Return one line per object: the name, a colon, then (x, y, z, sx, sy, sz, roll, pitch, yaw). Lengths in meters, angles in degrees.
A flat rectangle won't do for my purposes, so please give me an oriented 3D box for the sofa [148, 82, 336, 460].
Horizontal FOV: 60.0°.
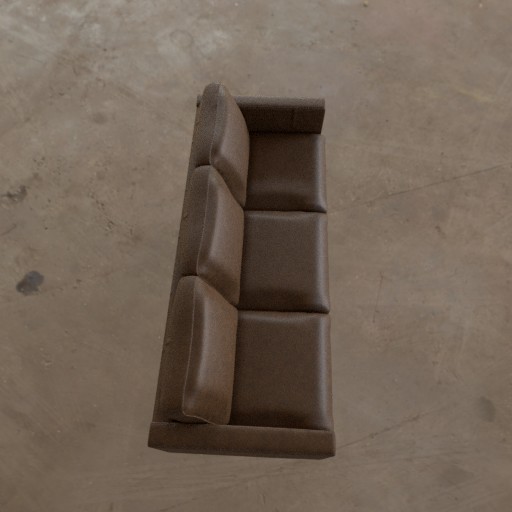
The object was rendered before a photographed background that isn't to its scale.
sofa: (0.000, 0.000, 2.724, 0.903, 0.930, 2.231, 2, 64, 1)
